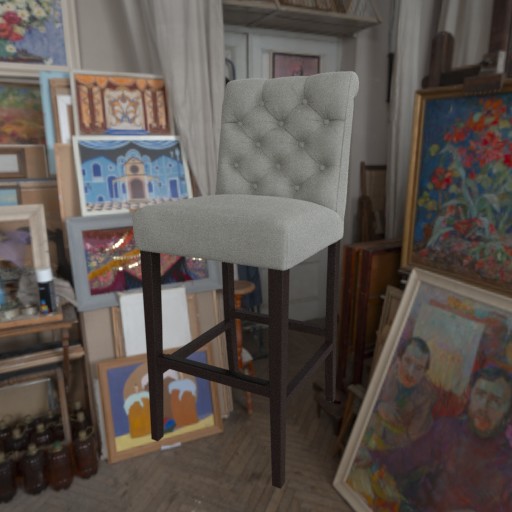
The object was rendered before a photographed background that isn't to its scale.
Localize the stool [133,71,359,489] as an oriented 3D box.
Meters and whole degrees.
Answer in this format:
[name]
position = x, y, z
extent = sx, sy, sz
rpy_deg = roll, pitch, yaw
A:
[stool]
position = 0.000, 0.000, 1.419
extent = 0.493, 1.140, 0.601
rpy_deg = 7, 16, 27
